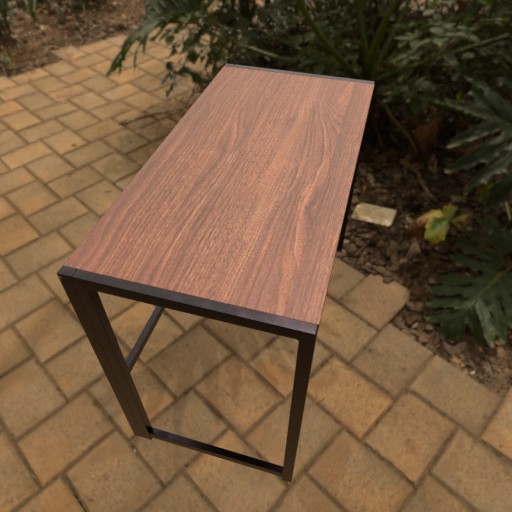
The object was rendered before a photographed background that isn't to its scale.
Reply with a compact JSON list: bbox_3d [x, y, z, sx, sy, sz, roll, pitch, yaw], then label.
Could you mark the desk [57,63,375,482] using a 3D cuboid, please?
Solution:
[{"bbox_3d":[0.000,0.000,1.414,0.508,0.762,1.016,12,47,11],"label":"desk"}]
